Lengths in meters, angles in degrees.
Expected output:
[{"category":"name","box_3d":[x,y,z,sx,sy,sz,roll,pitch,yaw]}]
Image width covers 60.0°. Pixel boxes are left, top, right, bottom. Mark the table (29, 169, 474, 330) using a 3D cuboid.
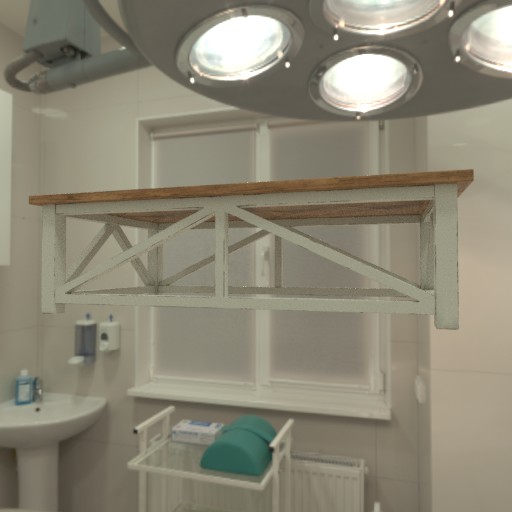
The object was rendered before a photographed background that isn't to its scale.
[{"category":"table","box_3d":[0.000,0.000,1.703,1.400,0.410,0.800,0,-1,17]}]
